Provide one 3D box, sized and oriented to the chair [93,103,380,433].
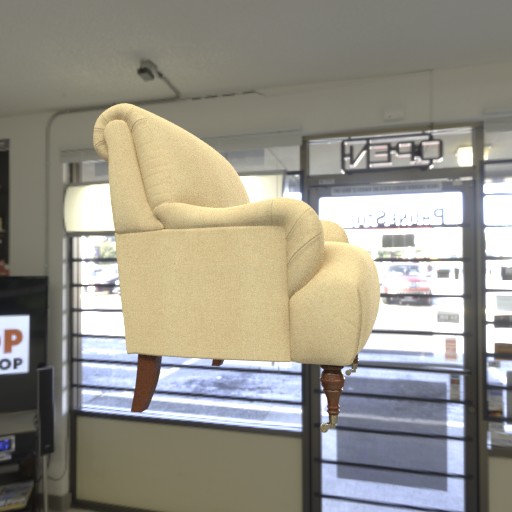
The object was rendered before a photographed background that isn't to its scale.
[{"bbox_3d":[0.000,0.000,1.562,0.842,0.944,0.766,0,-1,18],"label":"chair"}]
